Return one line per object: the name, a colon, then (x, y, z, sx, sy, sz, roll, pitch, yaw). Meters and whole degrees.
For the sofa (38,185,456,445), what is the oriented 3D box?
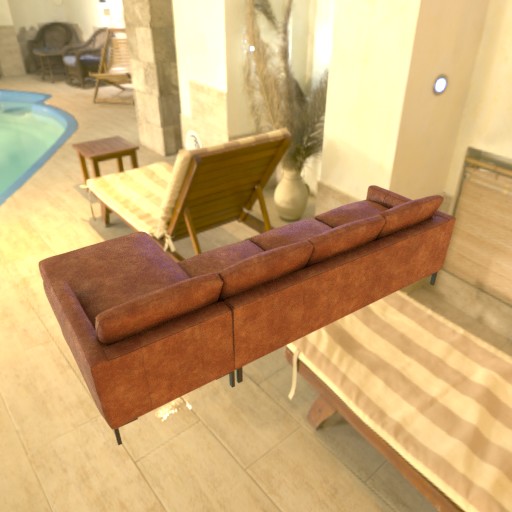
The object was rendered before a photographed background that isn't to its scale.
sofa: (0.000, 0.000, 3.527, 2.993, 0.859, 1.471, -19, 36, -29)
